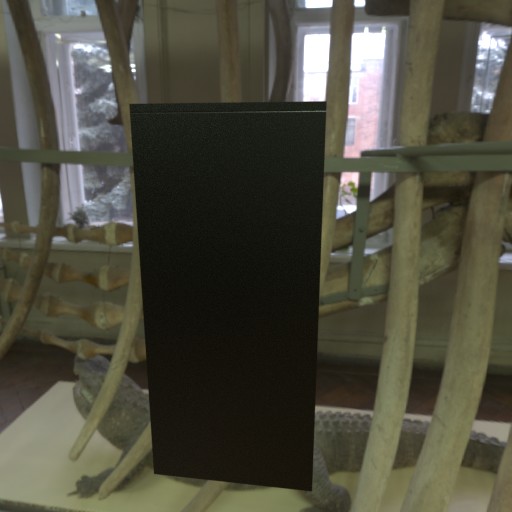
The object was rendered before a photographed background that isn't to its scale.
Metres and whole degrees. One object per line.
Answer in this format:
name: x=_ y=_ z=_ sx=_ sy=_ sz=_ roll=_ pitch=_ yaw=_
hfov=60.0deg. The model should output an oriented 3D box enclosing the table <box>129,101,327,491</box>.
table: x=0.000 y=0.000 z=1.322 sx=0.380 sy=0.790 sz=0.930 roll=2 pitch=14 yaw=8
